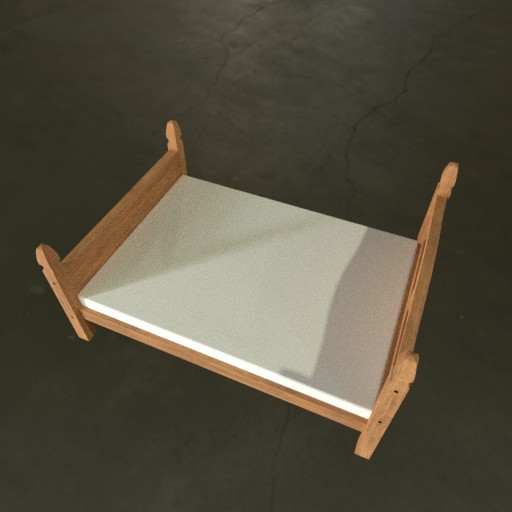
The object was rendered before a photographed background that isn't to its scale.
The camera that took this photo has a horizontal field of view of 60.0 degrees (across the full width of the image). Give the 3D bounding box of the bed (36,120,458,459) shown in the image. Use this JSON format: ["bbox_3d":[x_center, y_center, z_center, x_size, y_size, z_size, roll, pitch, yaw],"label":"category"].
[{"bbox_3d":[0.000,0.000,2.888,2.069,1.100,1.490,18,50,15],"label":"bed"}]
